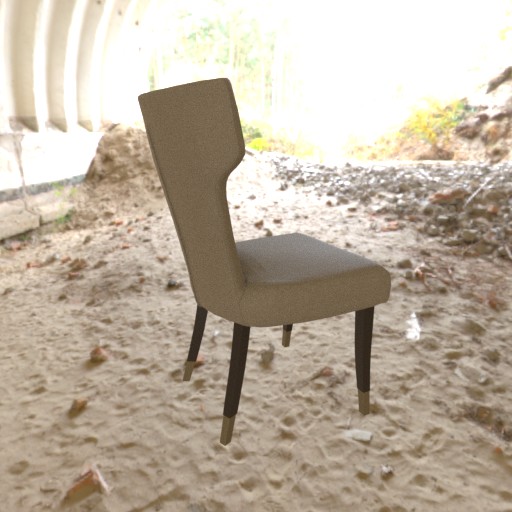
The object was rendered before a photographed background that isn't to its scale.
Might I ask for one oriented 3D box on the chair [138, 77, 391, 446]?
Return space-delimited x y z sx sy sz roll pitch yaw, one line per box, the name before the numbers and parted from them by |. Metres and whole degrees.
chair | 0.000 0.000 1.349 0.630 0.955 0.526 -8 18 -25
